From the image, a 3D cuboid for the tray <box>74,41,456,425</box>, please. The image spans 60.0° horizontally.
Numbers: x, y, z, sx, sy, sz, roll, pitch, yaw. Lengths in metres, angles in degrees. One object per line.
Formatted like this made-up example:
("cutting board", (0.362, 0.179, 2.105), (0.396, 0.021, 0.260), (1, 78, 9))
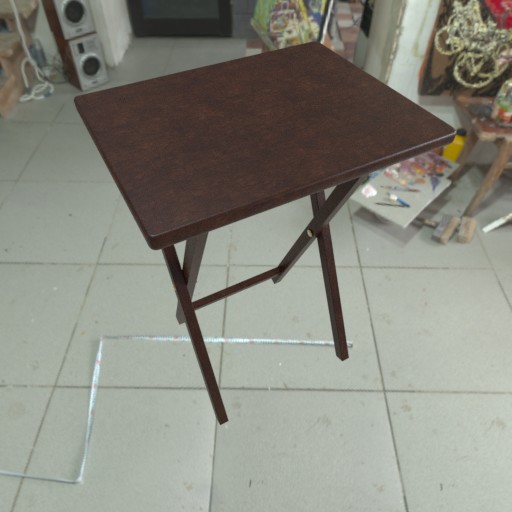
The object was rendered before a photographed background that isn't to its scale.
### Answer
("tray", (0.000, 0.000, 0.935), (0.483, 0.660, 0.381), (-22, 51, -19))
